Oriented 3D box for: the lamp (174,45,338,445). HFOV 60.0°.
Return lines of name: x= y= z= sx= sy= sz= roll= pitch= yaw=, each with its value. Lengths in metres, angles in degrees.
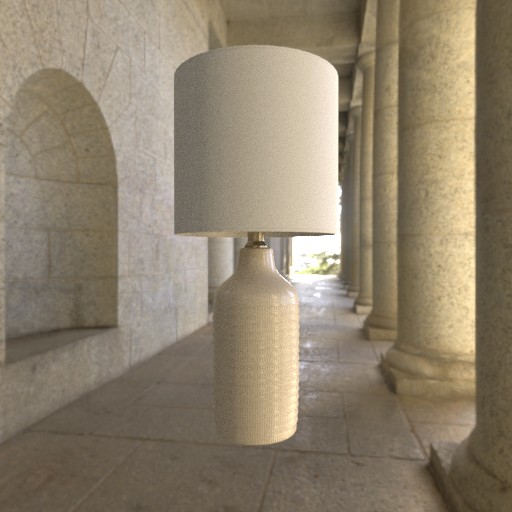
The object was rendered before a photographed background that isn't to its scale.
lamp: x=0.000 y=0.000 z=0.608 sx=0.220 sy=0.475 sz=0.220 roll=0 pitch=1 yaw=-20
